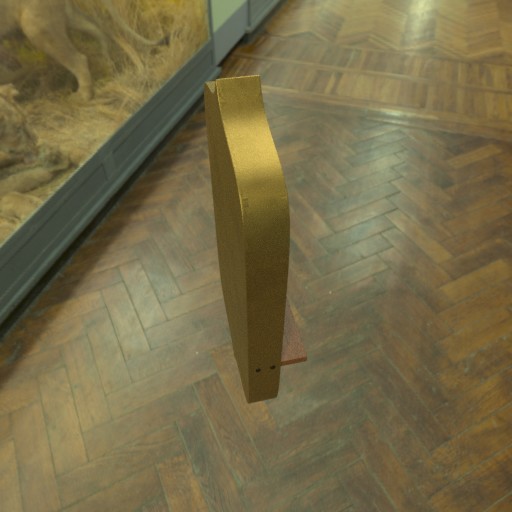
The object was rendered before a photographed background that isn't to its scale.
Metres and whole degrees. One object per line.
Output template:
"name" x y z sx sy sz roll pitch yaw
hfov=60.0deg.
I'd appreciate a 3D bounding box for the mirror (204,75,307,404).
"mirror" 0.000 0.000 0.740 0.096 0.613 0.323 -9 47 -9
